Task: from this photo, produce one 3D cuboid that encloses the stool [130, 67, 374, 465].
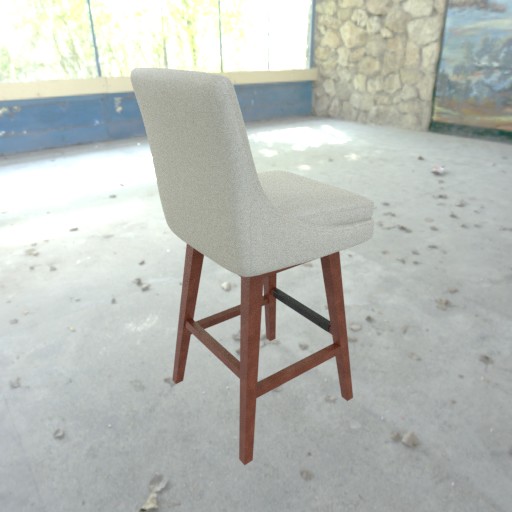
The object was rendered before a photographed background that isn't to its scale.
[{"bbox_3d":[0.000,0.000,1.384,0.559,1.092,0.470,-18,31,-33],"label":"stool"}]
